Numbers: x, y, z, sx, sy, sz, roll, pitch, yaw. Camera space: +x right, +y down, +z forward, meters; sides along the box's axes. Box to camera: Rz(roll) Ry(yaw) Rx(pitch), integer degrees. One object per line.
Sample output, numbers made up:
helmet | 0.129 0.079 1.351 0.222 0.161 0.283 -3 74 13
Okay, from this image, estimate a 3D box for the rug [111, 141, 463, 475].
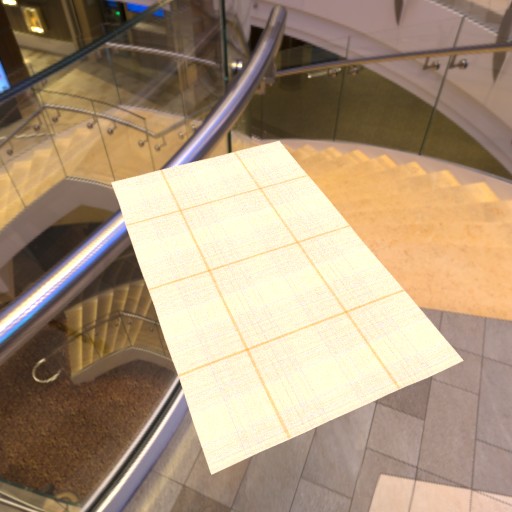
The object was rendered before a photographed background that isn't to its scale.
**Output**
rug | 0.000 0.000 3.081 1.527 0.016 2.442 -18 50 -16
